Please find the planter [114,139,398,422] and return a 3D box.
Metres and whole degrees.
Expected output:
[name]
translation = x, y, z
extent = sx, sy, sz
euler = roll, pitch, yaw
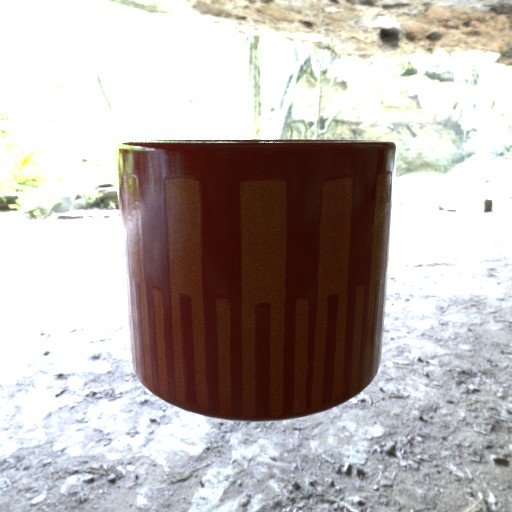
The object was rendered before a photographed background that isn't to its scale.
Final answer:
[planter]
translation = 0.000, 0.000, 0.400
extent = 0.230, 0.202, 0.230
euler = 0, 15, 0
